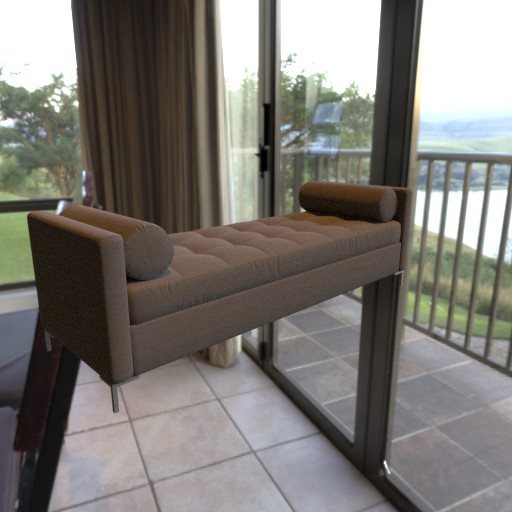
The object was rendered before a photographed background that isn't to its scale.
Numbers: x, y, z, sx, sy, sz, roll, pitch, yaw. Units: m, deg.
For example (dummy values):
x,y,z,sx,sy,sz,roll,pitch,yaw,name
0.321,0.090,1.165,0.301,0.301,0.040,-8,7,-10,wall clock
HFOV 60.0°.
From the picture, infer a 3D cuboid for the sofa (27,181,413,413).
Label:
x,y,z,sx,sy,sz,roll,pitch,yaw,name
0.000,0.000,2.326,1.981,0.635,0.686,-14,20,-42,sofa
